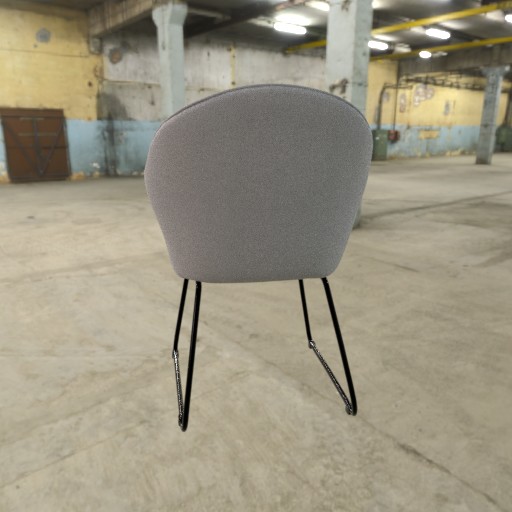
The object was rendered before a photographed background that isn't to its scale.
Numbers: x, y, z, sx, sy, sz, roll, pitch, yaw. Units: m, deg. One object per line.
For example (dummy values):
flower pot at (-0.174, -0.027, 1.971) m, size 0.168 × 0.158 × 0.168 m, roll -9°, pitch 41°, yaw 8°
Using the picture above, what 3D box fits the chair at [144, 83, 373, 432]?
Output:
chair at (0.000, 0.000, 1.208) m, size 0.570 × 0.817 × 0.592 m, roll -2°, pitch 15°, yaw -9°
